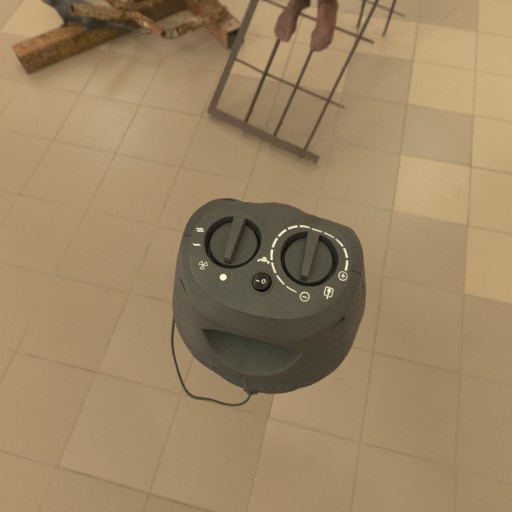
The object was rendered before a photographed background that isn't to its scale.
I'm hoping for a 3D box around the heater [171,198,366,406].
[{"bbox_3d":[0.000,0.000,0.486,0.239,0.255,0.291,12,64,6],"label":"heater"}]
